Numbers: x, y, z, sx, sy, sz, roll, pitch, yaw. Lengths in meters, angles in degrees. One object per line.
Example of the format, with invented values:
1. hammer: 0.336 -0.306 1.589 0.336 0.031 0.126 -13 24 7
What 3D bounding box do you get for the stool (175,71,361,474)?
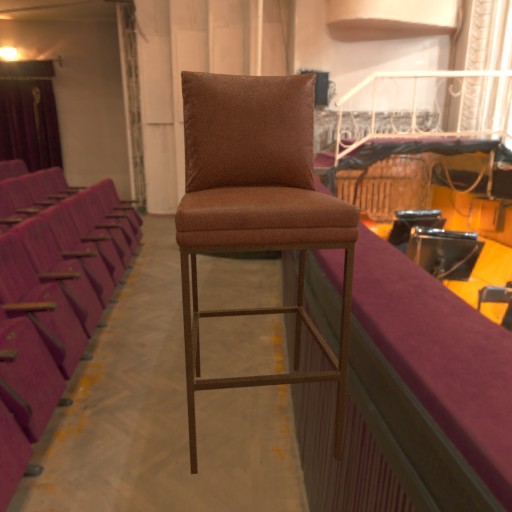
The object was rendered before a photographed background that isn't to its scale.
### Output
1. stool: 0.000 0.000 1.395 0.463 1.124 0.571 -2 16 -7
